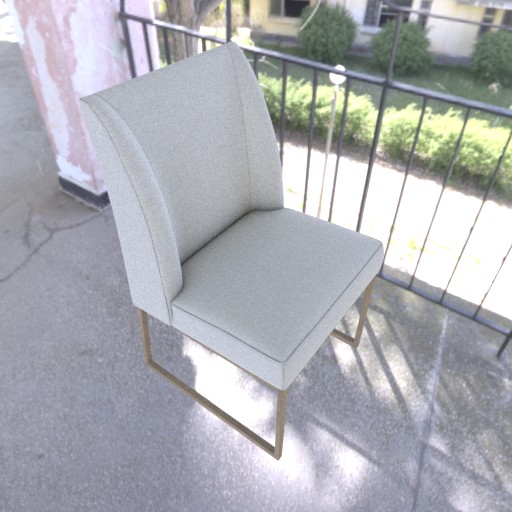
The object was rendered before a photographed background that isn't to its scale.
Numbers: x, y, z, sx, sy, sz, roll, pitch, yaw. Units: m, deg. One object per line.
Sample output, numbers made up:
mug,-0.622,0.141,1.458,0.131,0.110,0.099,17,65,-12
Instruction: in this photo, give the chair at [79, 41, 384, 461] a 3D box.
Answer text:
chair,0.000,0.000,1.151,0.522,0.863,0.508,26,48,27
